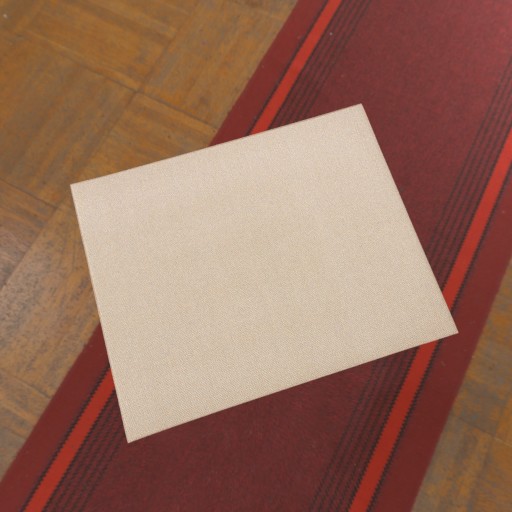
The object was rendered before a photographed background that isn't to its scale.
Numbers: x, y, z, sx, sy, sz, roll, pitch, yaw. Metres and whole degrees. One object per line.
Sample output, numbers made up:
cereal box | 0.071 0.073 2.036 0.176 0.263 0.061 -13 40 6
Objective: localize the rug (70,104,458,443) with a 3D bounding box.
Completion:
rug | 0.000 0.000 4.145 3.039 0.018 2.462 -17 76 -4
